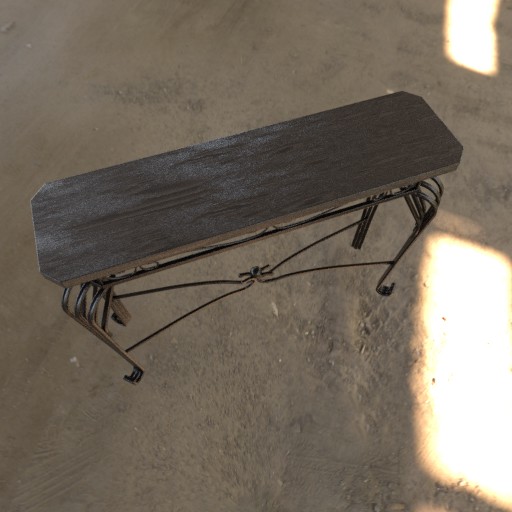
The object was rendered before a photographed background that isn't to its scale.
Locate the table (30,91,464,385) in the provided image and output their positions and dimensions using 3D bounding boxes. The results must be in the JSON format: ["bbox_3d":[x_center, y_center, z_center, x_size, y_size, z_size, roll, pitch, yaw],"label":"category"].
[{"bbox_3d":[0.000,0.000,1.446,1.112,0.800,0.329,-17,60,-10],"label":"table"}]
